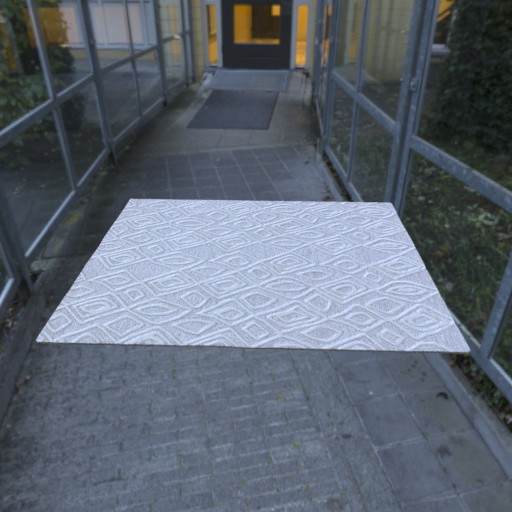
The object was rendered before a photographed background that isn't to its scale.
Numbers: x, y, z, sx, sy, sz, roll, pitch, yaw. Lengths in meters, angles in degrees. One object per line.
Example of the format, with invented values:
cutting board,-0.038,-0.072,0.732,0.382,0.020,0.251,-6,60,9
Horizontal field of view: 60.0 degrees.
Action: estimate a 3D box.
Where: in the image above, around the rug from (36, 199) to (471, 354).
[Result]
rug,0.000,0.000,4.120,3.049,0.025,2.449,1,32,2
